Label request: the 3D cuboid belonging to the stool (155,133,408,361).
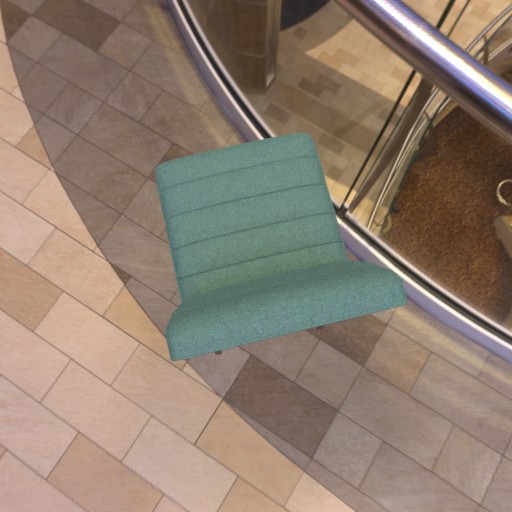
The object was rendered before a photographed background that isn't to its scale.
[{"bbox_3d":[0.000,0.000,1.347,0.460,1.040,0.560,-13,76,-3],"label":"stool"}]
